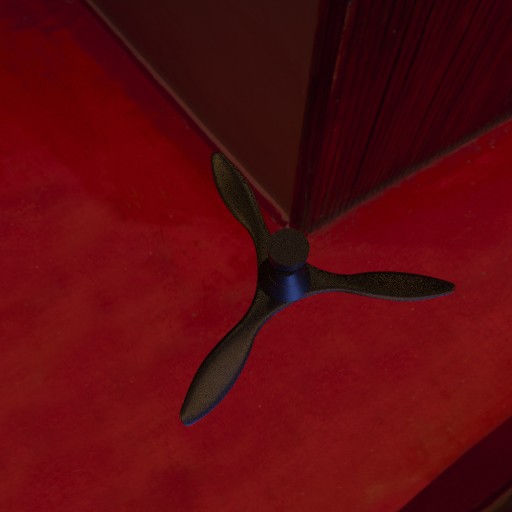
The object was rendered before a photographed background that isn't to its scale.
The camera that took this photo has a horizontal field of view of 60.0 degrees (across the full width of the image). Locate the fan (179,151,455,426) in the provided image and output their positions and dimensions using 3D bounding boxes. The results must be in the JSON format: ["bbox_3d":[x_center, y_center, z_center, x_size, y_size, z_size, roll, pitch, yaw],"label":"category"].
[{"bbox_3d":[0.000,0.000,1.607,1.067,0.305,1.067,-35,69,-16],"label":"fan"}]
